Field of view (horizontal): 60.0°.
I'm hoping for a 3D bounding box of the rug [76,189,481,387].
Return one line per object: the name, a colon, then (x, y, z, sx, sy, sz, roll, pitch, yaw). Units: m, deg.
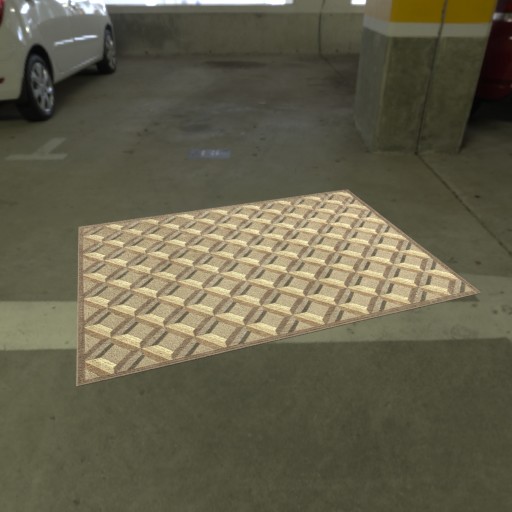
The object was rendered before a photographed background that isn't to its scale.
rug: (0.000, 0.000, 4.327, 3.294, 0.018, 2.382, -10, 33, -16)
